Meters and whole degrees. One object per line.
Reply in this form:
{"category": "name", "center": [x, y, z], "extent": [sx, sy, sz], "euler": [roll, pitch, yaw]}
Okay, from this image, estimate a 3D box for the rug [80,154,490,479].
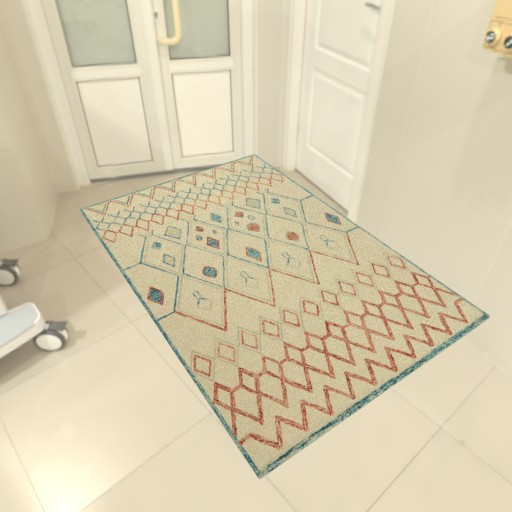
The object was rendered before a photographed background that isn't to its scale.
{"category": "rug", "center": [0.000, 0.000, 2.241], "extent": [1.219, 0.016, 1.829], "euler": [-24, 45, -26]}
